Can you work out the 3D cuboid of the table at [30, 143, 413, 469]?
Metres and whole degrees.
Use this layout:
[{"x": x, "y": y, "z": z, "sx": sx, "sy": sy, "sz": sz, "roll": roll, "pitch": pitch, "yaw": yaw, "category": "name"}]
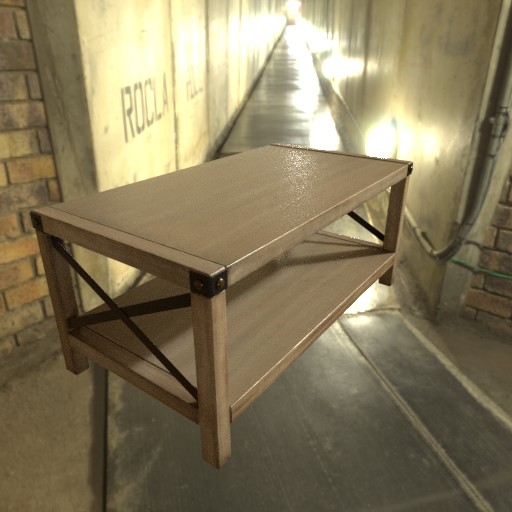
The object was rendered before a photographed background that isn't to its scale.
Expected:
[{"x": 0.000, "y": 0.000, "z": 1.322, "sx": 0.559, "sy": 0.456, "sz": 1.016, "roll": 17, "pitch": 30, "yaw": 32, "category": "table"}]
